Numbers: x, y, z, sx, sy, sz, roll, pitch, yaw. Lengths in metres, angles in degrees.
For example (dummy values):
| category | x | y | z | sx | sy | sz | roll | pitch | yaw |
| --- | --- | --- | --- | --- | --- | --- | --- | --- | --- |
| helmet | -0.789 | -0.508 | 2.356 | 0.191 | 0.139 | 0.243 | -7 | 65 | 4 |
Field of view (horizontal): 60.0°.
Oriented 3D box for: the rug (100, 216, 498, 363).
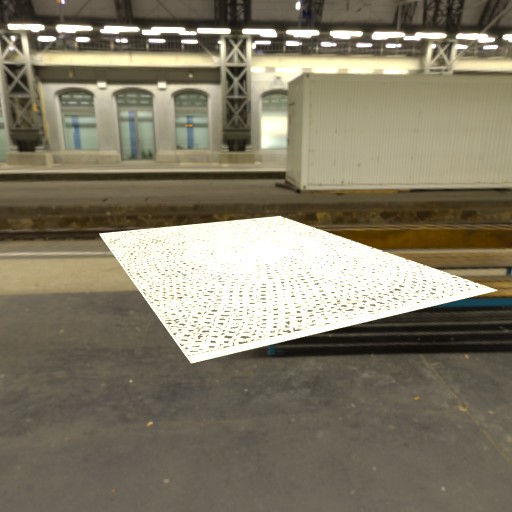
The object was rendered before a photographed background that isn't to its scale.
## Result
| category | x | y | z | sx | sy | sz | roll | pitch | yaw |
| --- | --- | --- | --- | --- | --- | --- | --- | --- | --- |
| rug | 0.000 | 0.000 | 2.092 | 1.190 | 0.003 | 1.634 | -8 | 18 | -26 |
